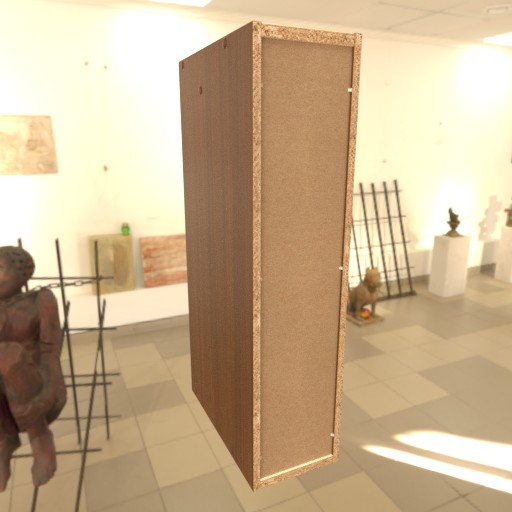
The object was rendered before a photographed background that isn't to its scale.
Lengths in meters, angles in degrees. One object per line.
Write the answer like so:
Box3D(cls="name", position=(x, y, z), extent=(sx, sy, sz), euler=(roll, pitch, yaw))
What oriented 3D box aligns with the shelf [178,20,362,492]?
Box3D(cls="shelf", position=(0.000, 0.000, 0.701), extent=(0.147, 0.600, 0.290), euler=(-7, 16, -24))
